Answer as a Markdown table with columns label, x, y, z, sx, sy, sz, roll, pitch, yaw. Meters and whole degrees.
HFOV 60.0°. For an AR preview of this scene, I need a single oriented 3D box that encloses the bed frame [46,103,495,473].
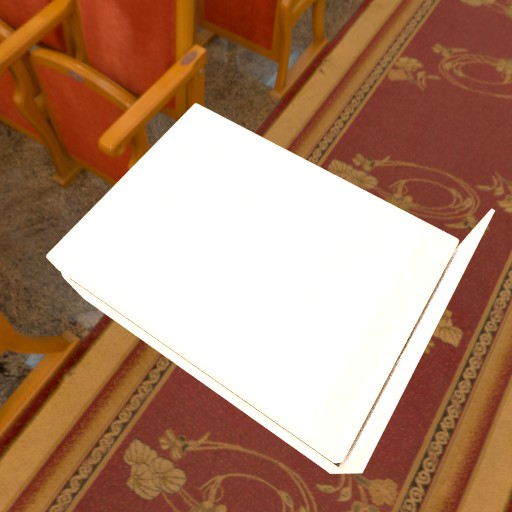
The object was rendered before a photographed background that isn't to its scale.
| label | x | y | z | sx | sy | sz | roll | pitch | yaw |
| --- | --- | --- | --- | --- | --- | --- | --- | --- | --- |
| bed frame | 0.000 | 0.000 | 2.520 | 1.900 | 0.800 | 1.400 | 31 | 68 | 14 |
